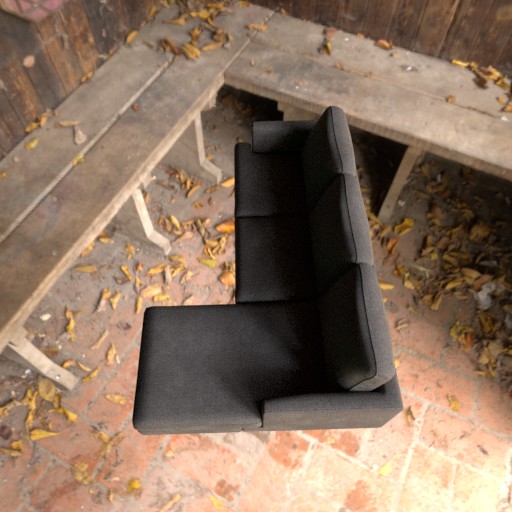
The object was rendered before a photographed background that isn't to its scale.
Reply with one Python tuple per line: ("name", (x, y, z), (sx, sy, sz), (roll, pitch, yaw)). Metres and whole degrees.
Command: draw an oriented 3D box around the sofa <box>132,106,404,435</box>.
("sofa", (0.000, 0.000, 3.091), (1.504, 0.956, 2.233), (-2, 59, -1))
